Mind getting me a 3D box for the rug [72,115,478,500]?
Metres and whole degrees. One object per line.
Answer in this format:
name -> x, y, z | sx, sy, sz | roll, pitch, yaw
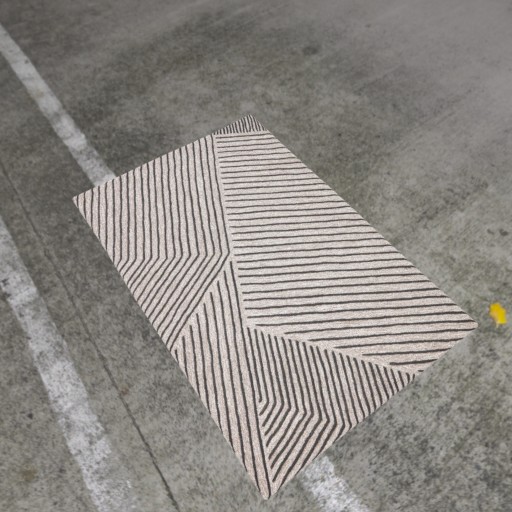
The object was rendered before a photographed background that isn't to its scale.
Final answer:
rug -> 0.000, 0.000, 2.277 | 1.237, 0.019, 1.842 | -31, 62, -19
